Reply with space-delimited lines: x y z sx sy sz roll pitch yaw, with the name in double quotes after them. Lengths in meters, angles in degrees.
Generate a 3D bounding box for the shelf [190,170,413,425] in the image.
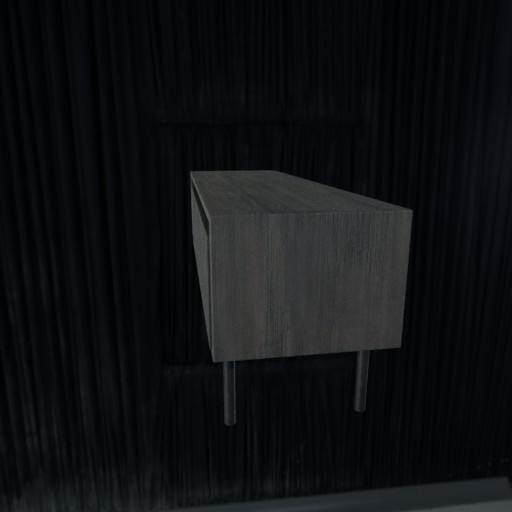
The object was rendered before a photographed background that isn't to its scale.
0.000 0.000 1.511 0.400 0.495 1.300 -2 15 -9 "shelf"
